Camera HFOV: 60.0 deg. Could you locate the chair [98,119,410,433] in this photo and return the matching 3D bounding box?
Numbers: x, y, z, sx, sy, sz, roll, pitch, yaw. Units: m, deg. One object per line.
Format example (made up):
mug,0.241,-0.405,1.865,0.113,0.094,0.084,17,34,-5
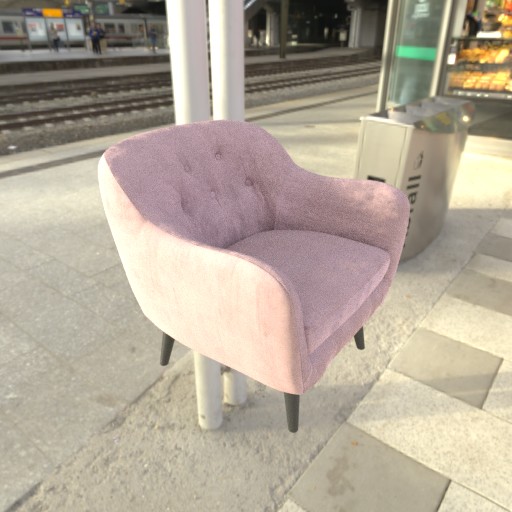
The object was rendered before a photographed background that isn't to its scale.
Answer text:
chair,0.000,0.000,1.568,0.820,0.820,0.840,18,32,32
